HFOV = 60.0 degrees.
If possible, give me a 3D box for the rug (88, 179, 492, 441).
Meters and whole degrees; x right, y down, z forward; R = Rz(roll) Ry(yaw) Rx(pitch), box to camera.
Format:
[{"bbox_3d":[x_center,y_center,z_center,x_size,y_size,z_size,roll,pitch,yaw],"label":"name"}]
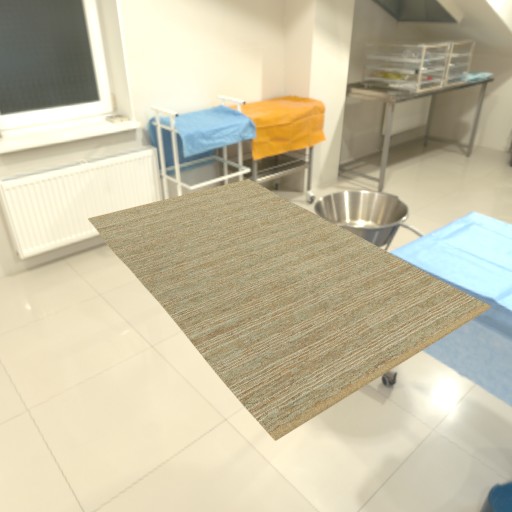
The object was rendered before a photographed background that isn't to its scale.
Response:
[{"bbox_3d":[0.000,0.000,2.984,1.540,0.012,2.448,-19,36,-29],"label":"rug"}]
